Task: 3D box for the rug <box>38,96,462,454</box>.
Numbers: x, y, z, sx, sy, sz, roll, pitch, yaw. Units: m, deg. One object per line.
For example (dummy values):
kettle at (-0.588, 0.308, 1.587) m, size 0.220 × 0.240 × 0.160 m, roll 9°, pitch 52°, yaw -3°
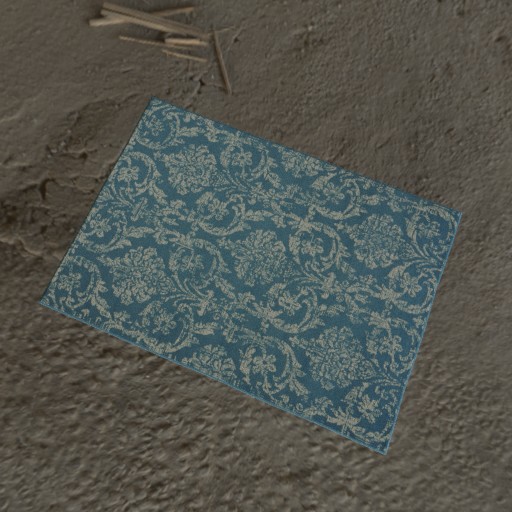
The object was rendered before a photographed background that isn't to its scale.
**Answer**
rug at (0.000, 0.000, 2.753) m, size 2.205 × 0.012 × 1.554 m, roll 22°, pitch 76°, yaw 6°
